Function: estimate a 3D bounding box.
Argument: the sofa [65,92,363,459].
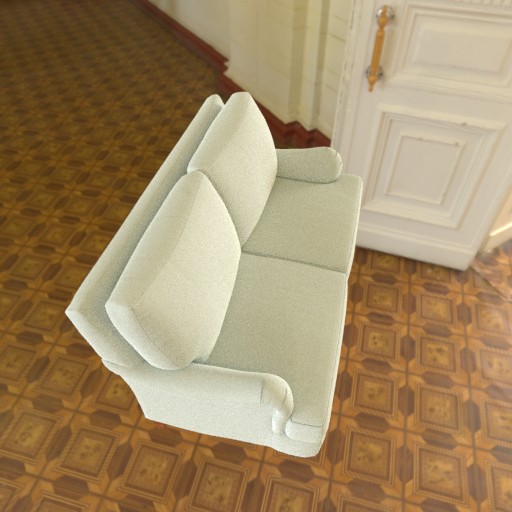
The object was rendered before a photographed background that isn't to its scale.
[{"bbox_3d":[0.000,0.000,2.512,1.084,1.101,1.853,10,48,10],"label":"sofa"}]
